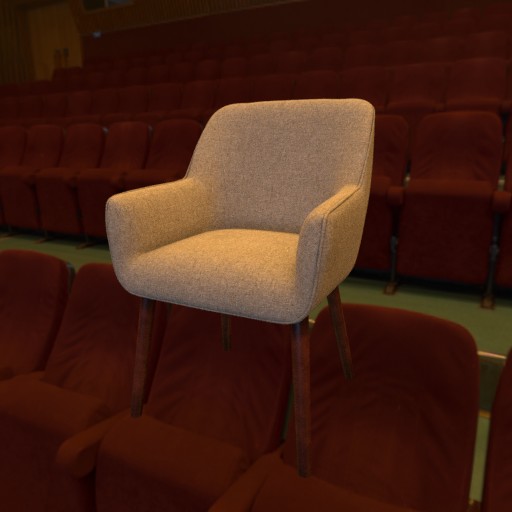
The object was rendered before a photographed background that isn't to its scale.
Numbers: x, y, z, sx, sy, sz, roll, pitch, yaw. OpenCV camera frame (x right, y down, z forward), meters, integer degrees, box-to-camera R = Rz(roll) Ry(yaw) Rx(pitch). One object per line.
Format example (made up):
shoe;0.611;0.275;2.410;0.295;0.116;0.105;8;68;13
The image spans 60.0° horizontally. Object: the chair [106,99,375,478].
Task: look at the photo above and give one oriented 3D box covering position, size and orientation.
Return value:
chair;0.000;0.000;1.156;0.543;0.803;0.519;7;16;26
